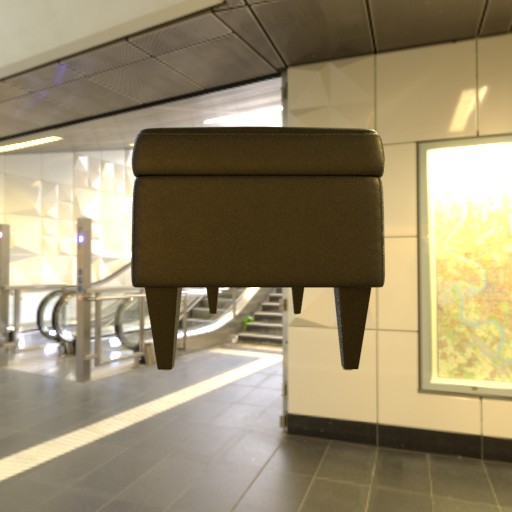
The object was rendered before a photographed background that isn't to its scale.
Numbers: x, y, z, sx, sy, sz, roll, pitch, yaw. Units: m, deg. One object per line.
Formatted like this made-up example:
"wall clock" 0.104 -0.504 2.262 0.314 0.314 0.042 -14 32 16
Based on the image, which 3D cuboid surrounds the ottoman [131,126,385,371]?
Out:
"ottoman" 0.000 0.000 1.379 0.482 0.469 1.151 0 -2 0
